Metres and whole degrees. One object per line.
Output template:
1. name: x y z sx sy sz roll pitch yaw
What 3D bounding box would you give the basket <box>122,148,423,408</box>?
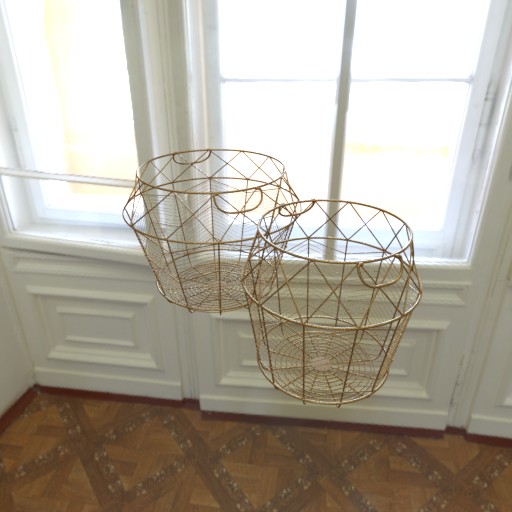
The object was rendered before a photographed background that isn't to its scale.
1. basket: 0.000 0.000 1.043 0.451 0.343 0.805 -20 34 -33
